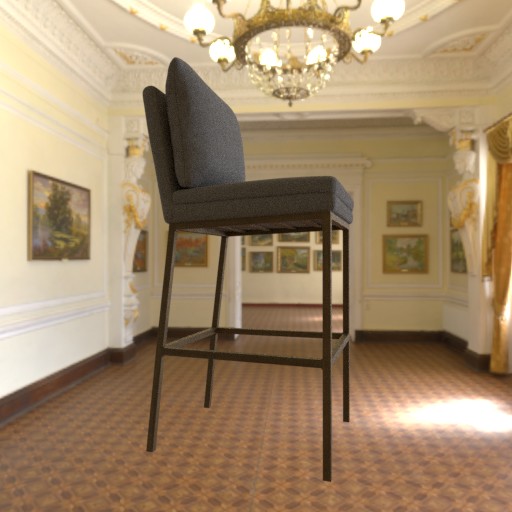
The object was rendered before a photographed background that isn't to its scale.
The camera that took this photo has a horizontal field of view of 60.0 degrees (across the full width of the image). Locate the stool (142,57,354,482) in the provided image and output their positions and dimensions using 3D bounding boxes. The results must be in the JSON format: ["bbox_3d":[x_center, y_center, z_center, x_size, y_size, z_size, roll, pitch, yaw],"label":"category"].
[{"bbox_3d":[0.000,0.000,1.404,0.569,1.132,0.463,0,0,18],"label":"stool"}]
